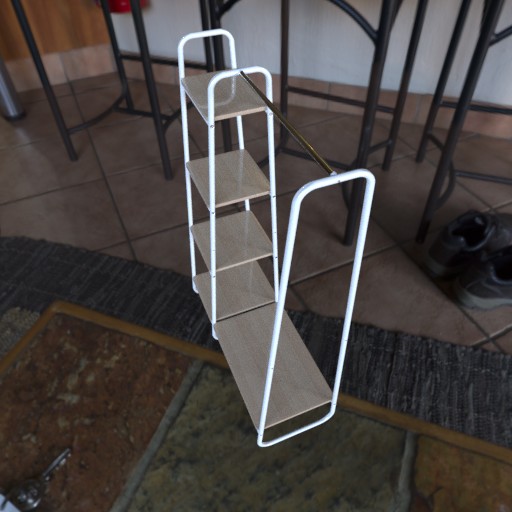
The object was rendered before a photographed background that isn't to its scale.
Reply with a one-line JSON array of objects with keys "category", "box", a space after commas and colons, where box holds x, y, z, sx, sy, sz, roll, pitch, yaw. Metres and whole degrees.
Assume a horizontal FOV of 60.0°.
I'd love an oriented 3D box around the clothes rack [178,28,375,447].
[{"category": "clothes rack", "box": [0.000, 0.000, 1.898, 0.400, 1.500, 1.011, -17, 49, -15]}]
